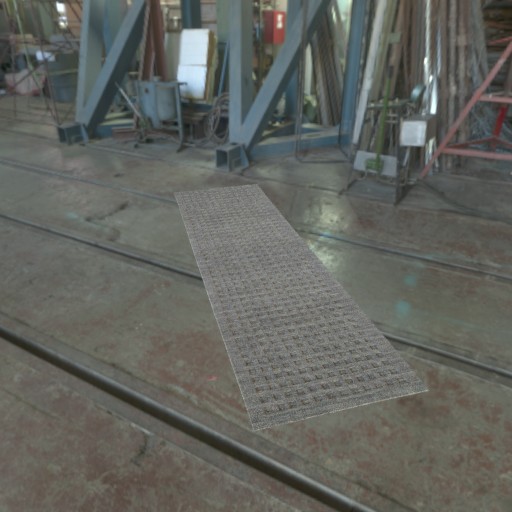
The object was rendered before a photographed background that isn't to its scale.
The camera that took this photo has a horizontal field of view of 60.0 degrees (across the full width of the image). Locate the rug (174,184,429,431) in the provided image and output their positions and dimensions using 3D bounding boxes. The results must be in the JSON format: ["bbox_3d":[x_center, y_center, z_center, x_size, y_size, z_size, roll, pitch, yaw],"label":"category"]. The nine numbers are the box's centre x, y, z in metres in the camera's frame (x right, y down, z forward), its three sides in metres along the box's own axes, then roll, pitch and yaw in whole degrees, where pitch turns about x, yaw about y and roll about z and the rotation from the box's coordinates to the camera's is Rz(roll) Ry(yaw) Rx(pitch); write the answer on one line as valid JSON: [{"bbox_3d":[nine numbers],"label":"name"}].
[{"bbox_3d":[0.000,0.000,2.662,0.706,0.009,2.443,-8,30,-14],"label":"rug"}]
